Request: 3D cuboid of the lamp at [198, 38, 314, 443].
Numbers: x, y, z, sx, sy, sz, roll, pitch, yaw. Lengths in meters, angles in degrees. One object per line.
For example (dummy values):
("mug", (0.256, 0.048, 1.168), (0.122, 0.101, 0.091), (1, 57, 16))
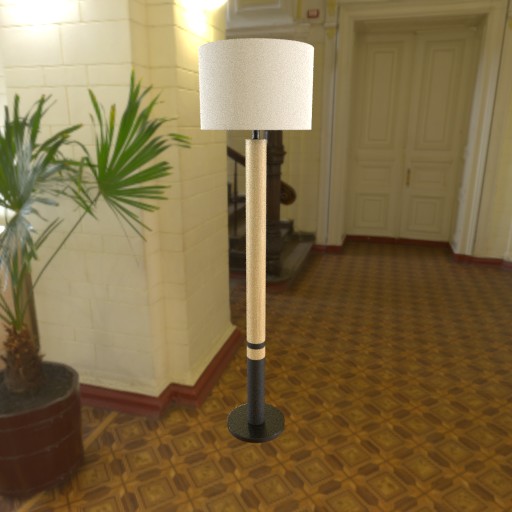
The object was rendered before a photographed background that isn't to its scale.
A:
("lamp", (0.000, 0.000, 1.671), (0.381, 1.478, 0.381), (-9, 18, -28))
